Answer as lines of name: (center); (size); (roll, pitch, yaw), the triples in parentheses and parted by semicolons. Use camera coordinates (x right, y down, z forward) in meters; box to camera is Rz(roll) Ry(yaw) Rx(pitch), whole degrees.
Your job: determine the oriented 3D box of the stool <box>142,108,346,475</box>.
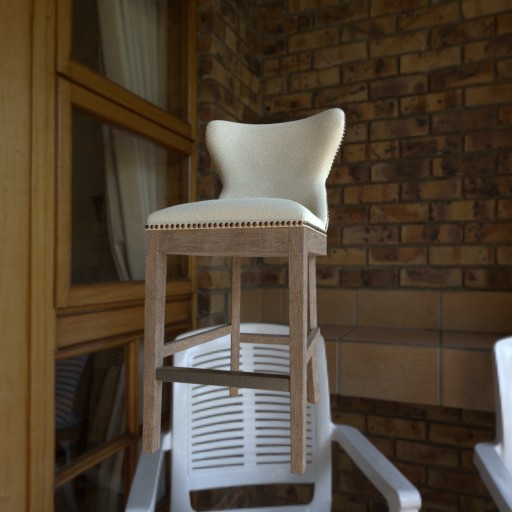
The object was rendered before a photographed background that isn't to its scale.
stool: (0.000, 0.000, 1.331); (0.498, 0.981, 0.608); (0, -1, 17)
